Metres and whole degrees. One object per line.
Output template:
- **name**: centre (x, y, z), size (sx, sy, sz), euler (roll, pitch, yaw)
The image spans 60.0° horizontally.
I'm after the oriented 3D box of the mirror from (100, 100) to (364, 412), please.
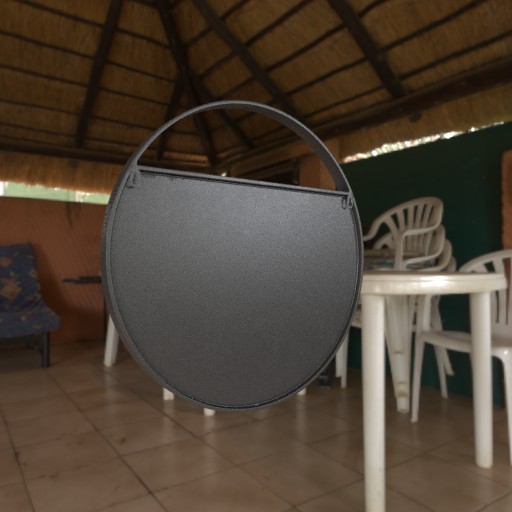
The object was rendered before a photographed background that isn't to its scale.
- **mirror**: centre (0.000, 0.000, 0.830), size (0.565, 0.565, 0.032), euler (0, -1, -35)
